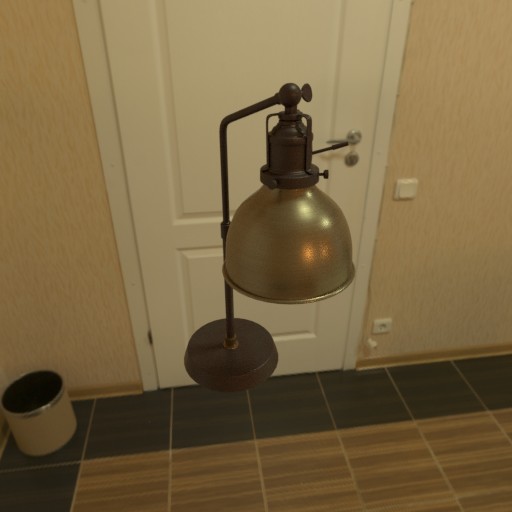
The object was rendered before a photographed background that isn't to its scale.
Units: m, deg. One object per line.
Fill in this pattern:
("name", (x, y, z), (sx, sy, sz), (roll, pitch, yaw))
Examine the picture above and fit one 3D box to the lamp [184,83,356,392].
("lamp", (0.000, 0.000, 0.618), (0.175, 0.469, 0.298), (-21, 36, -31))
